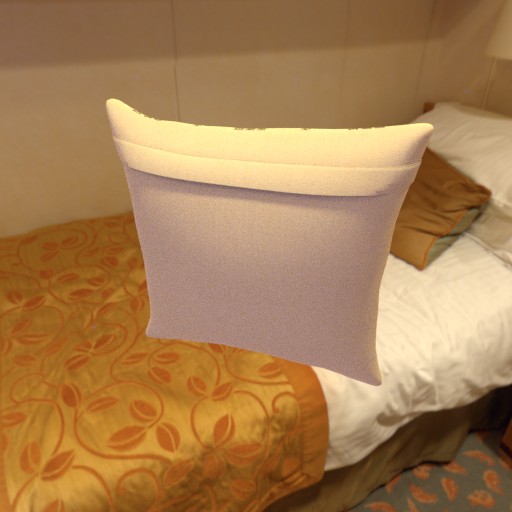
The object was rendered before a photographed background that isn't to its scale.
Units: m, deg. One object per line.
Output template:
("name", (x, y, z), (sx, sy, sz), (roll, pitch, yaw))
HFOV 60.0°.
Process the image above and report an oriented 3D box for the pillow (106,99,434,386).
("pillow", (0.000, 0.000, 0.630), (0.405, 0.406, 0.173), (9, 33, 14))
